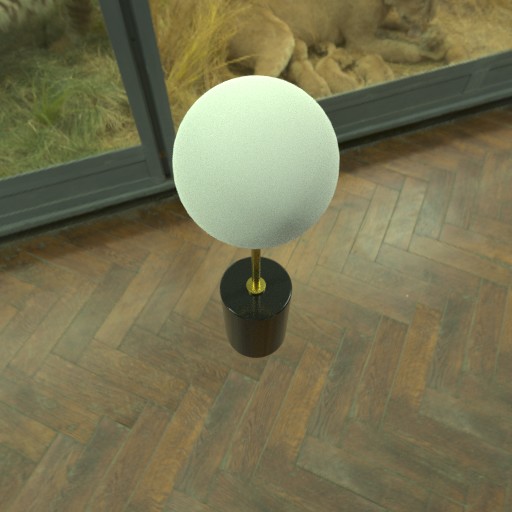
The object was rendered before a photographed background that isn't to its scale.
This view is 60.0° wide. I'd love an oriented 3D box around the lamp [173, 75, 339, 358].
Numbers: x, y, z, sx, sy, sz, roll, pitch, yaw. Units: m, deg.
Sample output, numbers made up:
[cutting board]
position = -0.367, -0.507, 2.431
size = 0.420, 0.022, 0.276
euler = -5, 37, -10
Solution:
[lamp]
position = 0.000, 0.000, 0.552
size = 0.153, 0.480, 0.153
euler = 0, 59, 0
